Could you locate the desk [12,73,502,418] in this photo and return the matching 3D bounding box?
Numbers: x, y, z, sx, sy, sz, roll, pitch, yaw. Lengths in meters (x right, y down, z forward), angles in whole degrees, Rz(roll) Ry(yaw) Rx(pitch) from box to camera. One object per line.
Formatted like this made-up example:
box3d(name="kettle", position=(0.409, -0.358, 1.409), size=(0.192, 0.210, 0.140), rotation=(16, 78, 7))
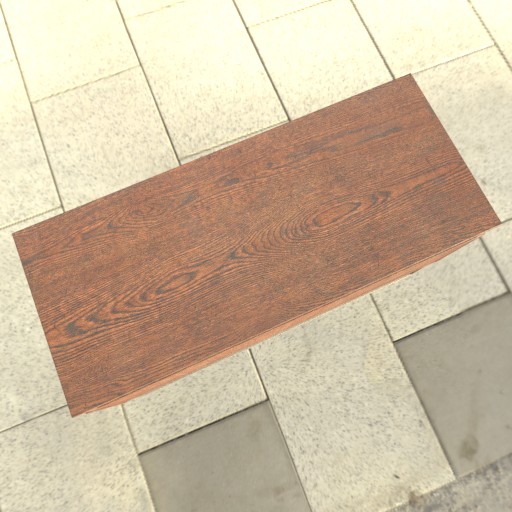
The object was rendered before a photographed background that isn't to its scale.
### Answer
box3d(name="desk", position=(0.000, 0.000, 1.743), size=(1.384, 0.792, 0.610), rotation=(-23, 77, -6))
